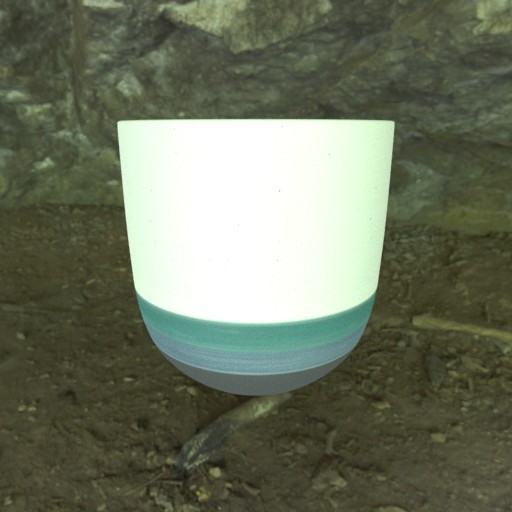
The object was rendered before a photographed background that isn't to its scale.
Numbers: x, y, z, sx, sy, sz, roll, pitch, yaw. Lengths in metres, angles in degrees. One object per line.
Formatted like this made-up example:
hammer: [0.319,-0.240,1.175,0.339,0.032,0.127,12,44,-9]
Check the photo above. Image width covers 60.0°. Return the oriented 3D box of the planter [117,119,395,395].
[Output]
planter: [0.000,0.000,0.369,0.204,0.214,0.204,0,16,0]
